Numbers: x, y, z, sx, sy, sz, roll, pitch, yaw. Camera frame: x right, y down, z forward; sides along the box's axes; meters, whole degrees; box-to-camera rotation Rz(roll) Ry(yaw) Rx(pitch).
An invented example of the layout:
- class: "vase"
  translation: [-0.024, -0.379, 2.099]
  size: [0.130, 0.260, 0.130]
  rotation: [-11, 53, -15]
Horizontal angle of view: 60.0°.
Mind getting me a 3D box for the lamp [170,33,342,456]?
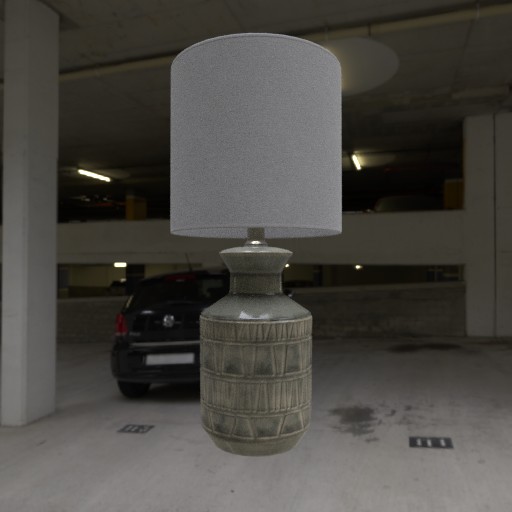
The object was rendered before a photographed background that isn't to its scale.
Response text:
- class: "lamp"
  translation: [0.000, 0.000, 0.557]
  size: [0.211, 0.455, 0.211]
  rotation: [0, -1, 17]
